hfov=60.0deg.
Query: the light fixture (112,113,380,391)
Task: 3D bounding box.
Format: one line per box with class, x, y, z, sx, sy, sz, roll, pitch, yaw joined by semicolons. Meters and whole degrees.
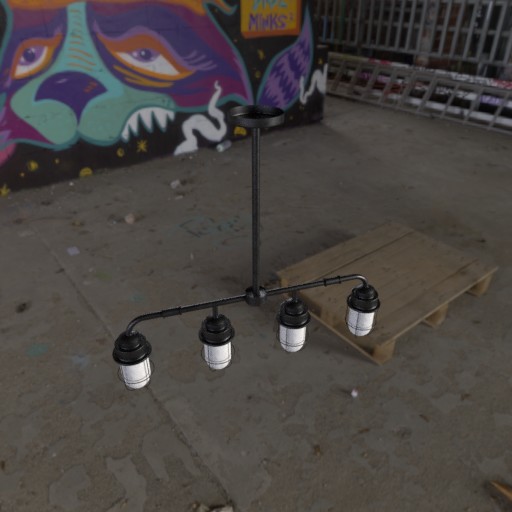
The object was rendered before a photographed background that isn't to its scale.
light fixture;0.000;0.000;1.233;0.852;0.785;0.131;-10;33;-15
